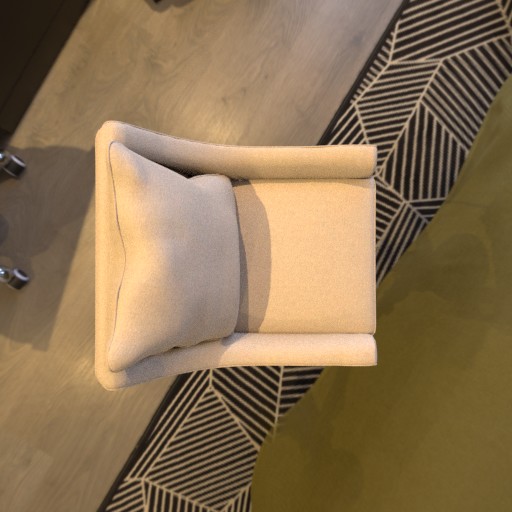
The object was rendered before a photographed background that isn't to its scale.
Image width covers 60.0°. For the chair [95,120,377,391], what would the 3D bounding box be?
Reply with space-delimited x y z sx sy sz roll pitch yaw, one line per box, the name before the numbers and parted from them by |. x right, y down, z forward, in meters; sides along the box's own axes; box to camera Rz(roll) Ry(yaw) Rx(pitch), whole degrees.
chair | 0.000 0.000 1.562 0.876 0.942 0.760 0 90 1
